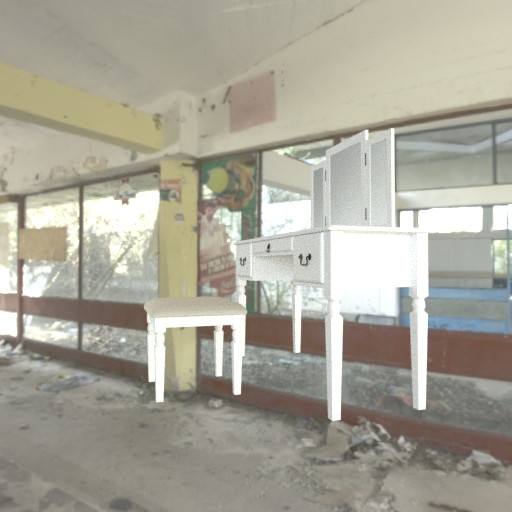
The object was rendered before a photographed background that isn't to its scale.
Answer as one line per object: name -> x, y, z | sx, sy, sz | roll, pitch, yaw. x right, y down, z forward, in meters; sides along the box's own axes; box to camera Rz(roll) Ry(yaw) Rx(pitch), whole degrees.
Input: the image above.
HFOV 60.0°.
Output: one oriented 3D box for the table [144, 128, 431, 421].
table -> 0.000, 0.000, 2.327 | 1.115, 1.310, 1.369 | 0, -1, -19
